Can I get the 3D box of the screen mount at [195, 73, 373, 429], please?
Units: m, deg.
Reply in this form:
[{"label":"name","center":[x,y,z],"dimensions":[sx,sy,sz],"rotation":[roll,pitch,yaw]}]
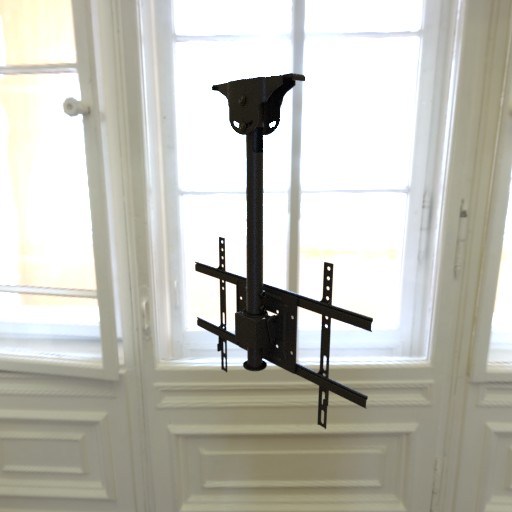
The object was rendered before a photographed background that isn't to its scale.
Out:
[{"label":"screen mount","center":[0.000,0.000,1.044],"dimensions":[0.090,0.775,0.595],"rotation":[-13,19,-42]}]
